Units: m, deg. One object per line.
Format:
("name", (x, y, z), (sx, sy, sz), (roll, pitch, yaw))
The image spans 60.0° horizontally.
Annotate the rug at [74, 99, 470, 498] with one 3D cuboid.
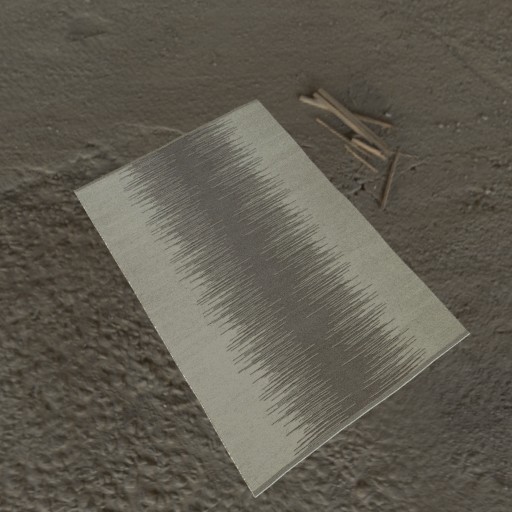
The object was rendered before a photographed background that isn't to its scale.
("rug", (0.000, 0.000, 2.278), (1.226, 0.007, 1.815), (-31, 68, -14))
